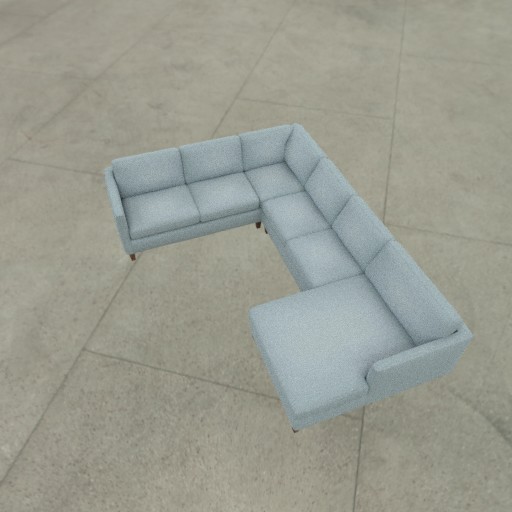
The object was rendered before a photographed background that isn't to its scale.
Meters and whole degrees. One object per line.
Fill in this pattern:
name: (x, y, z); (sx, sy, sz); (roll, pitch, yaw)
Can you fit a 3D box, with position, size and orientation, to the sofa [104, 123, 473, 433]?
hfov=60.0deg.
sofa: (0.000, 0.000, 4.520); (2.551, 0.889, 3.403); (-15, 49, -14)
